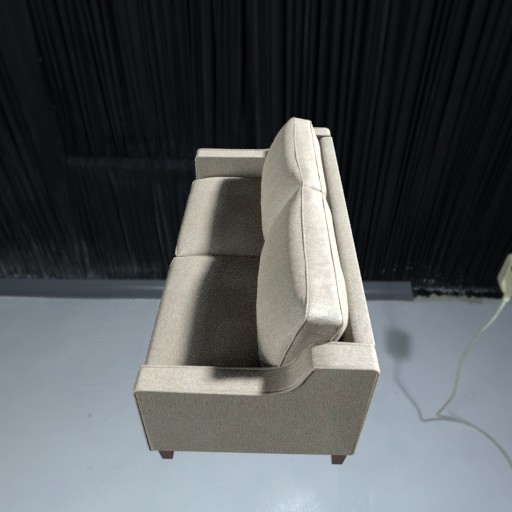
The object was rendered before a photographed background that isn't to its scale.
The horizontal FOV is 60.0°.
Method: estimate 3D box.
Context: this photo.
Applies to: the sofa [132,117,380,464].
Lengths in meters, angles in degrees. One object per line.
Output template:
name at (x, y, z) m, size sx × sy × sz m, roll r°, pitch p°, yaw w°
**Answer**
sofa at (0.000, 0.000, 2.796) m, size 1.073 × 1.074 × 2.181 m, roll 1°, pitch 41°, yaw 1°
